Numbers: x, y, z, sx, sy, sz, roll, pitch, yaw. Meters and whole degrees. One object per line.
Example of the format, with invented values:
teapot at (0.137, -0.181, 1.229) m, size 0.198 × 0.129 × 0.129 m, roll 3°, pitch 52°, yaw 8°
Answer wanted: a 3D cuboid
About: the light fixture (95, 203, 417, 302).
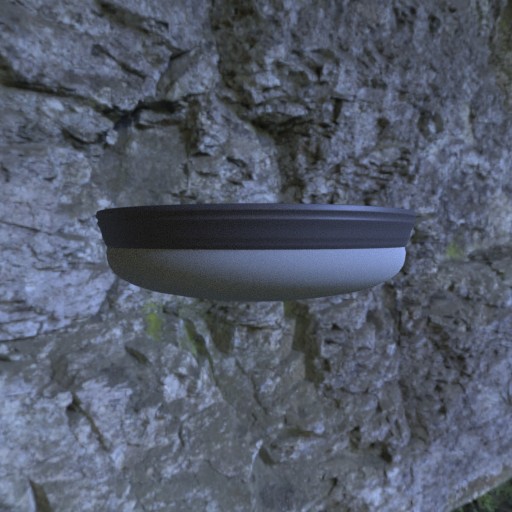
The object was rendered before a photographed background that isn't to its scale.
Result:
light fixture at (0.000, 0.000, 0.542) m, size 0.368 × 0.100 × 0.368 m, roll 0°, pitch 2°, yaw 0°
